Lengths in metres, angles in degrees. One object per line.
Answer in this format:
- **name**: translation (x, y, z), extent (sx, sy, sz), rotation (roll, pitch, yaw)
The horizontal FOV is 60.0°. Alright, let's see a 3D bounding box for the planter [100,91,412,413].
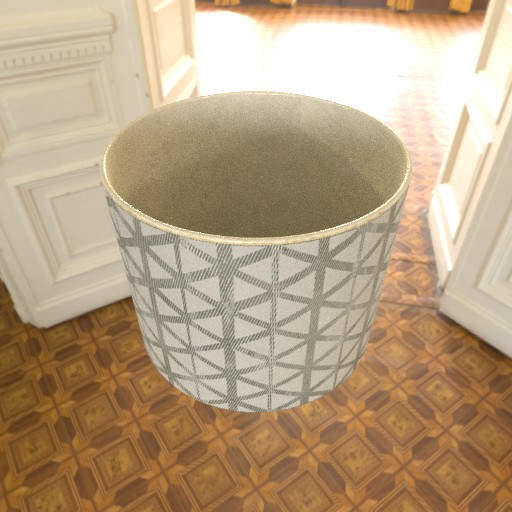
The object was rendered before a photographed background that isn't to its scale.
- **planter**: translation (0.000, 0.000, 0.443), extent (0.250, 0.239, 0.250), rotation (0, 41, 0)
